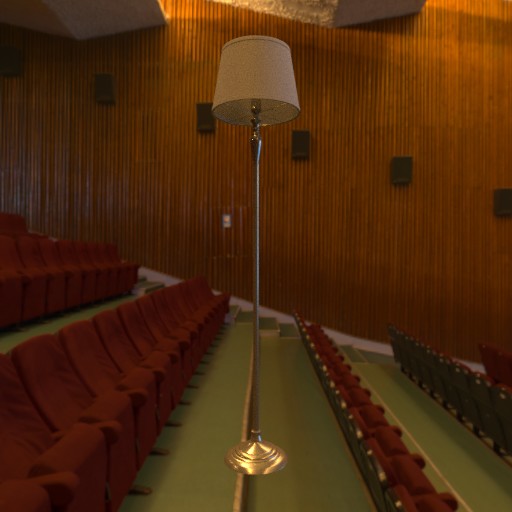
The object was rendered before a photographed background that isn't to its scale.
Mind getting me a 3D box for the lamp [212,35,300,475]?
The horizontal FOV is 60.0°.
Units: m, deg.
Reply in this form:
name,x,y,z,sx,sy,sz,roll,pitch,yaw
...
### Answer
name,x,y,z,sx,sy,sz,roll,pitch,yaw
lamp,0.000,0.000,1.641,0.327,1.506,0.327,0,0,0
